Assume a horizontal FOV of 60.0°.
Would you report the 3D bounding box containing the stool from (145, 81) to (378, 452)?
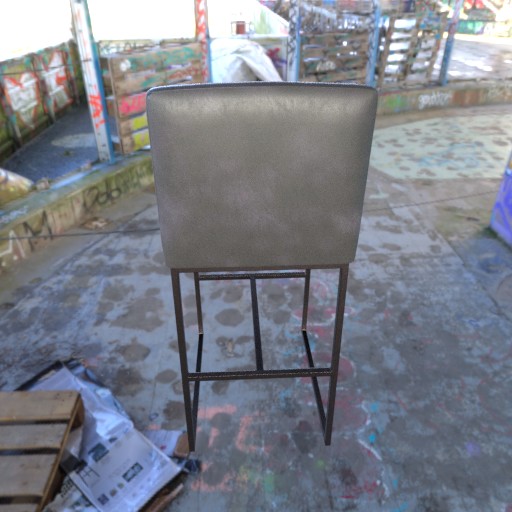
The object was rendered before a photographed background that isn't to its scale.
[{"bbox_3d":[0.000,0.000,1.321,0.463,1.065,0.562,-2,31,-2],"label":"stool"}]
